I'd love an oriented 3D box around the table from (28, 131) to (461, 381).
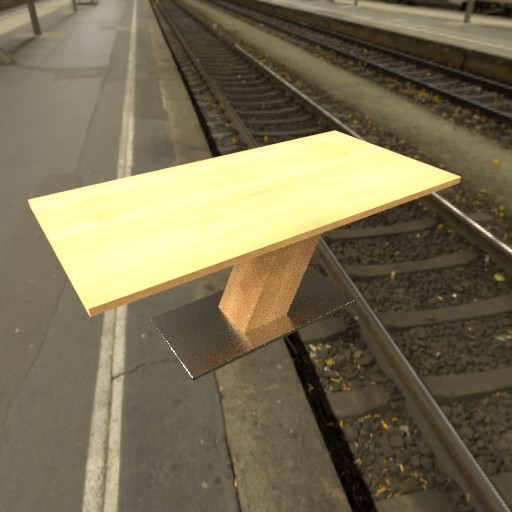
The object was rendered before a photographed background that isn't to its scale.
[{"bbox_3d":[0.000,0.000,2.250,1.800,0.750,0.900,-20,38,-28],"label":"table"}]
